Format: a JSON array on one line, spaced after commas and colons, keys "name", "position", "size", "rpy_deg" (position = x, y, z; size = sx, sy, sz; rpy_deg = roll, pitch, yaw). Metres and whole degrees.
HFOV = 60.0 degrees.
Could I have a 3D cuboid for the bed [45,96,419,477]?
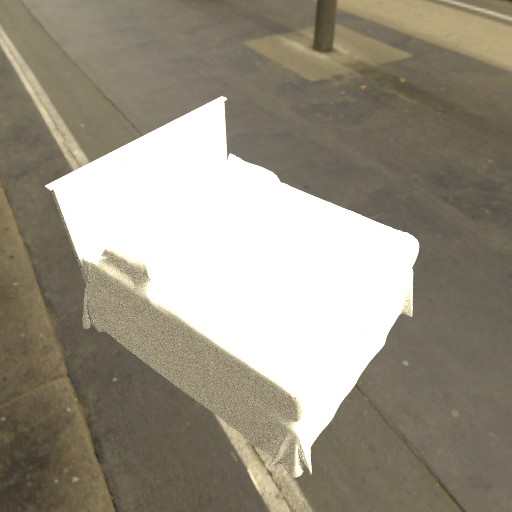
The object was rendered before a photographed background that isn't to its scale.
[{"name": "bed", "position": [0.000, 0.000, 3.159], "size": [2.047, 1.269, 1.876], "rpy_deg": [27, 49, 26]}]
